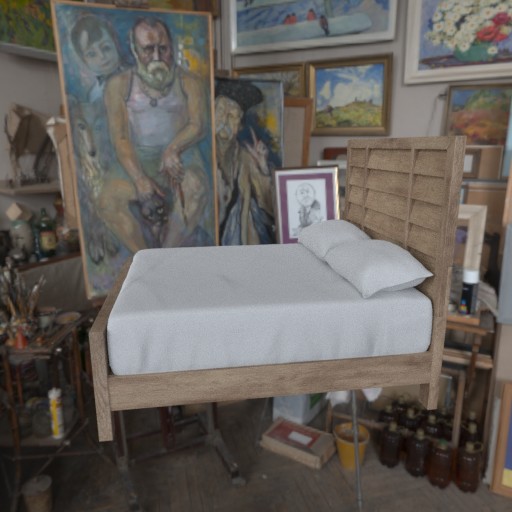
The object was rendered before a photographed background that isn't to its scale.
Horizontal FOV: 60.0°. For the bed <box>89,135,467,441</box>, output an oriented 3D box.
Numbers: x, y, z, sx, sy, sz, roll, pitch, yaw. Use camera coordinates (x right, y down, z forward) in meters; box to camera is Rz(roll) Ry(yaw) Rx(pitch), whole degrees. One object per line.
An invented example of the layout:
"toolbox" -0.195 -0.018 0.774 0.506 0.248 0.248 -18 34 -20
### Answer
"bed" 0.000 0.000 3.163 2.017 1.631 1.615 -2 14 -9
